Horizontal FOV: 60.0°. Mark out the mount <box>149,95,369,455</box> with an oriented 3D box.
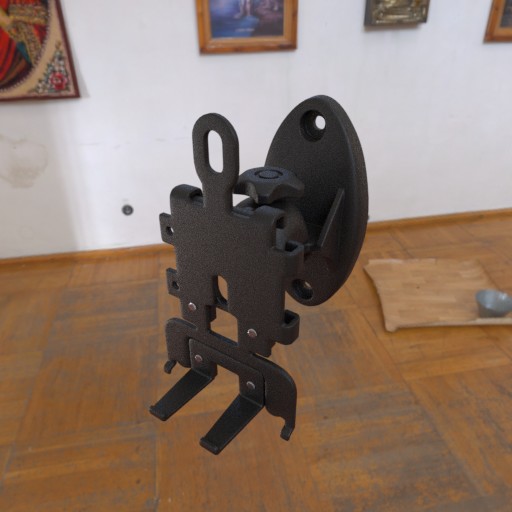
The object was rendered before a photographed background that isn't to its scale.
[{"bbox_3d":[0.000,0.000,0.176,0.066,0.118,0.100,19,35,29],"label":"mount"}]
